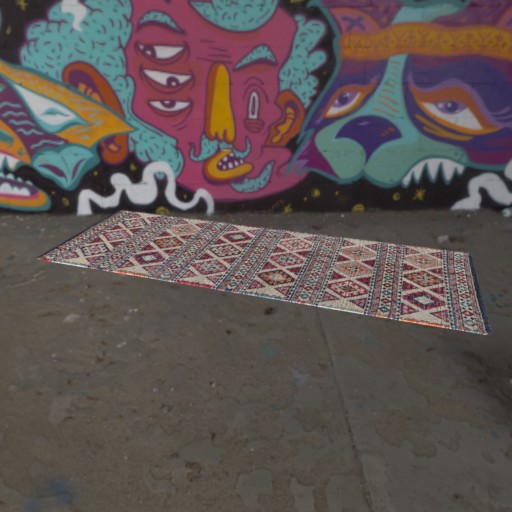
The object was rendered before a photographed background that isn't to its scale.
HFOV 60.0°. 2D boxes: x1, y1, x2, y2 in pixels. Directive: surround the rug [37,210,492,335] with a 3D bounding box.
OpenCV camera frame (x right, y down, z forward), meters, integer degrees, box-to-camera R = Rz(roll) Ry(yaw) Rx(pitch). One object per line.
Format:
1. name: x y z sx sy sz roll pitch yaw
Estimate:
1. rug: 0.000 0.000 2.542 2.362 0.008 0.832 8 27 16
